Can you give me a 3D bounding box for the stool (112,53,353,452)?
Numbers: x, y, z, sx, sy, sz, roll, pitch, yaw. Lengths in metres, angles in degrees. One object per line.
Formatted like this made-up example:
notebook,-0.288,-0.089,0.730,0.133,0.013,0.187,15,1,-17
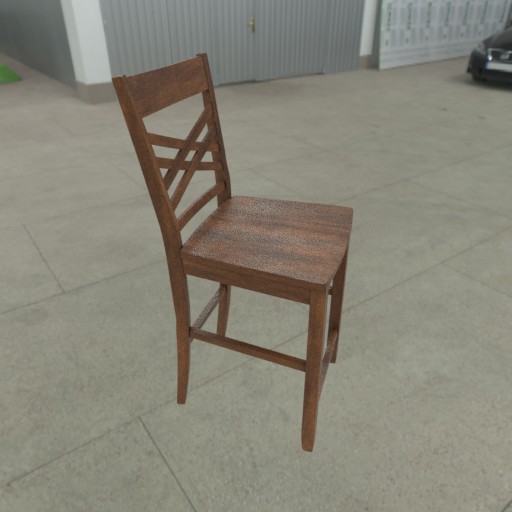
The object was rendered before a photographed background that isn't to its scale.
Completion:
stool,0.000,0.000,1.360,0.539,1.079,0.462,10,32,16
